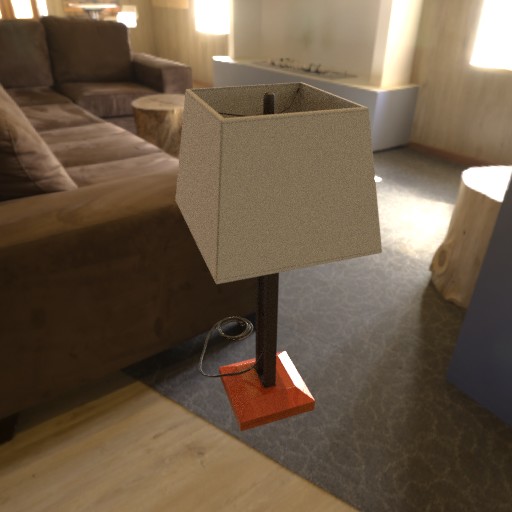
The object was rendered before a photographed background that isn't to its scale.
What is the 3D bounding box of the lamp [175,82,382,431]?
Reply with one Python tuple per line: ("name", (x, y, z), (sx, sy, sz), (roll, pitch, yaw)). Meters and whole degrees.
("lamp", (0.000, 0.000, 1.012), (0.310, 0.737, 0.498), (-10, 32, -16))
